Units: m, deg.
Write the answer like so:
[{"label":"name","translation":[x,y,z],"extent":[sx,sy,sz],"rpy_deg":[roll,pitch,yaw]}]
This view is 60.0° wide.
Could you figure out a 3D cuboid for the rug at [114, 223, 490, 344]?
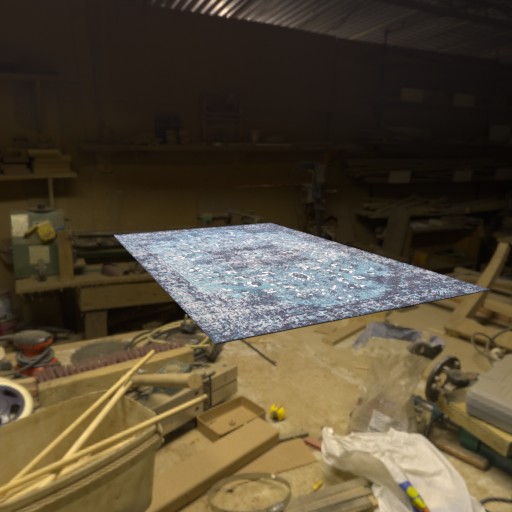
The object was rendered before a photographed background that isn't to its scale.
[{"label":"rug","translation":[0.000,0.000,3.043],"extent":[1.525,0.007,2.440],"rpy_deg":[-6,15,-25]}]
